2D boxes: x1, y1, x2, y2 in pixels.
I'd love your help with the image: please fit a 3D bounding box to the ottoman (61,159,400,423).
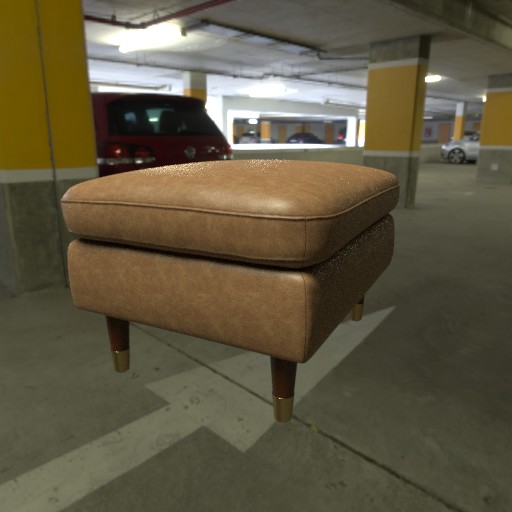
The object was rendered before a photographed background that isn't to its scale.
[{"bbox_3d":[0.000,0.000,1.141,0.593,0.478,0.747,7,17,26],"label":"ottoman"}]
